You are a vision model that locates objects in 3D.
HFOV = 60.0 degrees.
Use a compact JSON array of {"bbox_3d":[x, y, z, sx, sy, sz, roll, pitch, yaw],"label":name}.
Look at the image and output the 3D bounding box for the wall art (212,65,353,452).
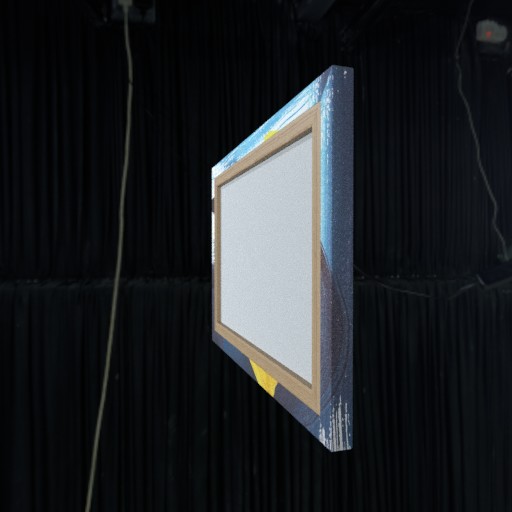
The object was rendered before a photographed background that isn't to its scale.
[{"bbox_3d":[0.000,0.000,1.139,0.039,0.610,0.914,0,1,-17],"label":"wall art"}]
